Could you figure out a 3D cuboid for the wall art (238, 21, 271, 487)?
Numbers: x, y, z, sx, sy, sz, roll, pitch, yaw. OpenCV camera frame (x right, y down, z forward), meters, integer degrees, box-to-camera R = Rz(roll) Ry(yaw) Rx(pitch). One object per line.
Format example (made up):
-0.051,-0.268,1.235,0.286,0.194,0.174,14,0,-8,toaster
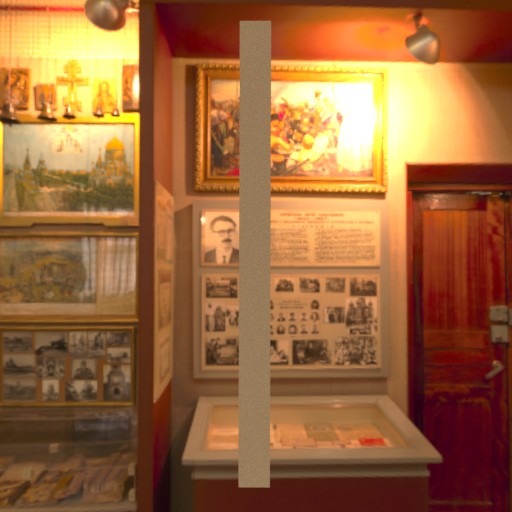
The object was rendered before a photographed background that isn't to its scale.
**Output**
0.000,0.000,0.750,0.039,0.553,0.451,0,-2,0,wall art
